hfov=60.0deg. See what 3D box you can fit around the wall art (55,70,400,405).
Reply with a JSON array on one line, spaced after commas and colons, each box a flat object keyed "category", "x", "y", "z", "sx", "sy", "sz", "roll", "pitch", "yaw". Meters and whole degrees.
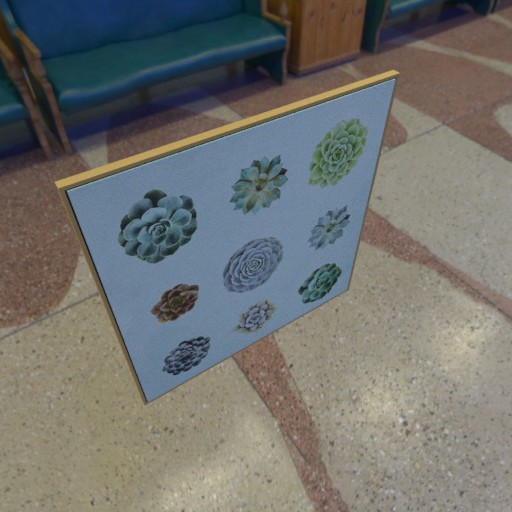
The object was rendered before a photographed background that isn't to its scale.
[{"category": "wall art", "x": 0.000, "y": 0.000, "z": 0.674, "sx": 0.457, "sy": 0.455, "sz": 0.013, "roll": -26, "pitch": 51, "yaw": -23}]
